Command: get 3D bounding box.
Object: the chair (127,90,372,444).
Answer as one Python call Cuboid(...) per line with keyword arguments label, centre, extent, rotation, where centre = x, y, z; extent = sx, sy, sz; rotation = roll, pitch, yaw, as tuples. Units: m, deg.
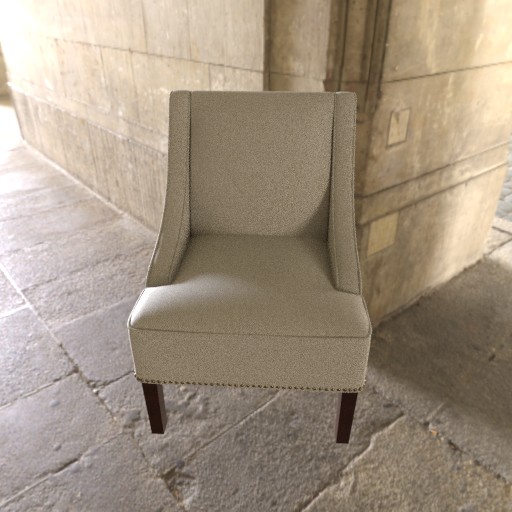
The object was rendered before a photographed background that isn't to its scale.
Cuboid(label="chair", centre=(0.000, 0.000, 1.395), extent=(0.628, 0.872, 0.748), rotation=(2, 30, 3))
